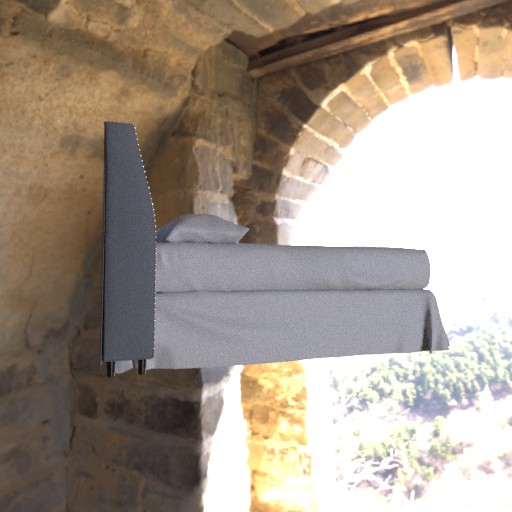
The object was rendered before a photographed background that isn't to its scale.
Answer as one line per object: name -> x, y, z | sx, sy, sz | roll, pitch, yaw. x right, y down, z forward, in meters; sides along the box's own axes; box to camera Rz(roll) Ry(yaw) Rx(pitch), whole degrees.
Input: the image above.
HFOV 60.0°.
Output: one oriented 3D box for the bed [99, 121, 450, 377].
bed -> 0.000, 0.000, 3.484 | 2.276, 1.332, 1.925 | 1, -2, -18
